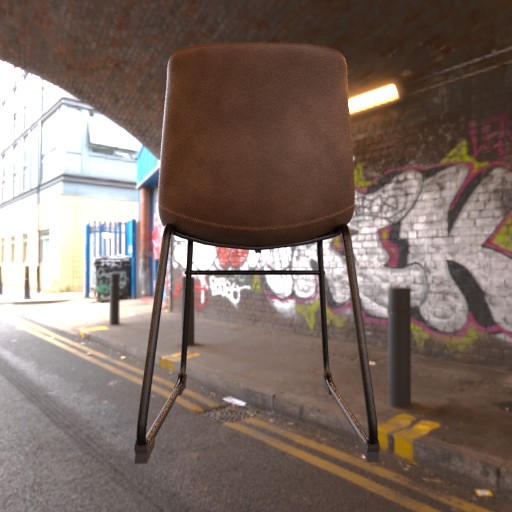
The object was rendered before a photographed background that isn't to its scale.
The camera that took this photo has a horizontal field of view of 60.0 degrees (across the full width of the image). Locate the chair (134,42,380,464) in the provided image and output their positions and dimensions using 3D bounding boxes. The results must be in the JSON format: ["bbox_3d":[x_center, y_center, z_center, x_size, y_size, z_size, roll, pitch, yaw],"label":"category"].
[{"bbox_3d":[0.000,0.000,1.068,0.460,0.780,0.551,0,-1,-1],"label":"chair"}]
